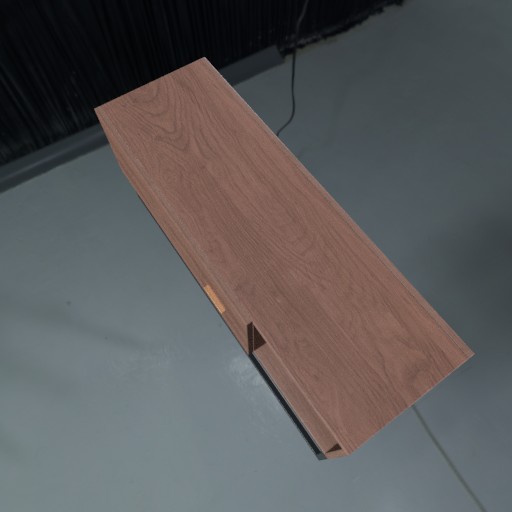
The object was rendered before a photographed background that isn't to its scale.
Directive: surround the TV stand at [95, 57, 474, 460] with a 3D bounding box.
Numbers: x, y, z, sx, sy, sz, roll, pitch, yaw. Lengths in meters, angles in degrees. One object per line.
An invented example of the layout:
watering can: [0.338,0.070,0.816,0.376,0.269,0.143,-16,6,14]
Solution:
TV stand: [0.000,0.000,1.425,0.415,0.500,1.200,-32,68,-14]
